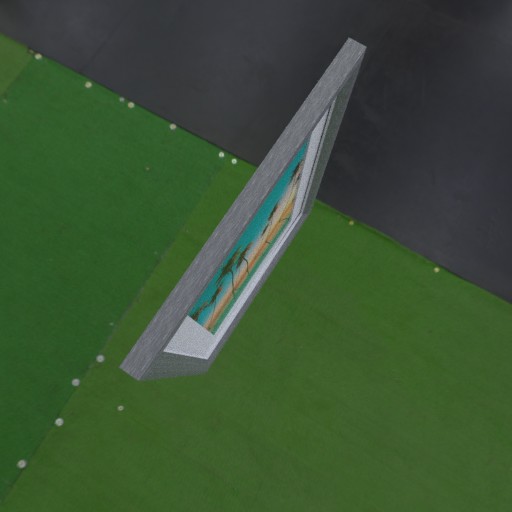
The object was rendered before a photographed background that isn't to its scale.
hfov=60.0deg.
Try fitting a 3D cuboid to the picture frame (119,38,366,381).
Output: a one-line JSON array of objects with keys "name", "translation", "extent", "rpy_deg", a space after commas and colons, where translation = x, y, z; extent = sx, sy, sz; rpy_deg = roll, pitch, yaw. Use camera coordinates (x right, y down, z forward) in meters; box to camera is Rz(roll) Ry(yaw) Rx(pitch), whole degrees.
[{"name": "picture frame", "translation": [0.000, 0.000, 0.751], "extent": [0.029, 0.559, 0.454], "rpy_deg": [32, 78, 8]}]
